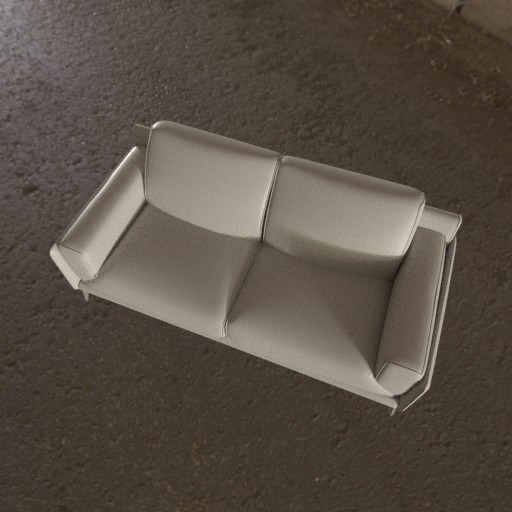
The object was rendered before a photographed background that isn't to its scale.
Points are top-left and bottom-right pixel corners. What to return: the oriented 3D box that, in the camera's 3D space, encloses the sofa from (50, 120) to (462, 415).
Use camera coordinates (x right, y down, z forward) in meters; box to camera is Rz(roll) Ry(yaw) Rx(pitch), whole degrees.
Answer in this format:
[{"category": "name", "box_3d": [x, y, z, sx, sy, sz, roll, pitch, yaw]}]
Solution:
[{"category": "sofa", "box_3d": [0.000, 0.000, 2.562, 2.101, 0.930, 1.049, 18, 59, 11]}]
